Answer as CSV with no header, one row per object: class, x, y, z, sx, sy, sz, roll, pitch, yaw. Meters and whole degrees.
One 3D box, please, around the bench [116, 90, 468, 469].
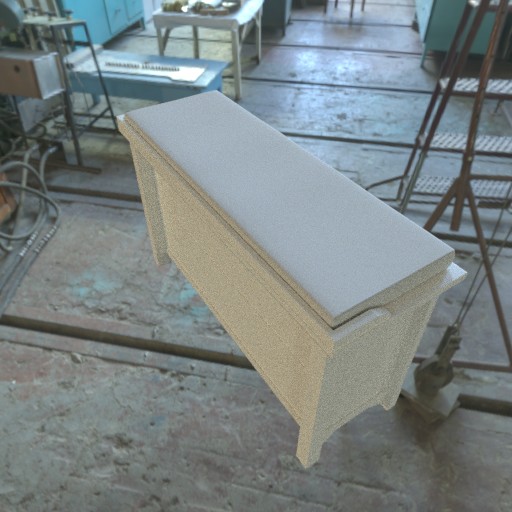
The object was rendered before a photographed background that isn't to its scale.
bench,0.000,0.000,1.271,0.346,0.589,0.987,-24,48,-24
